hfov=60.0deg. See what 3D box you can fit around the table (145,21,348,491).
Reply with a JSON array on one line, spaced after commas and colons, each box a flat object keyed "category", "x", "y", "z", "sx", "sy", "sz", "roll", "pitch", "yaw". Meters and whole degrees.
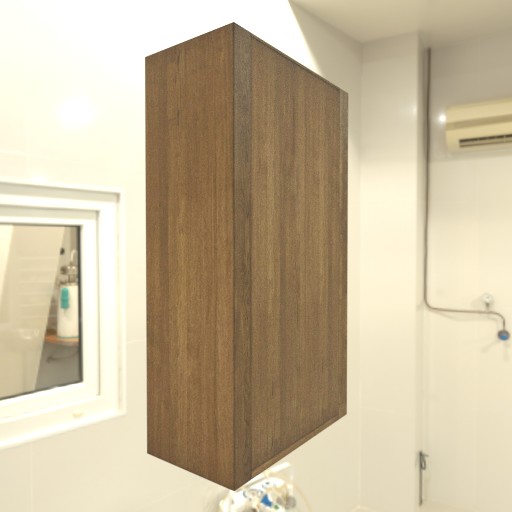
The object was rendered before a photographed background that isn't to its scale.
[{"category": "table", "x": 0.000, "y": 0.000, "z": 2.504, "sx": 0.600, "sy": 2.000, "sz": 1.100, "roll": 1, "pitch": 2, "yaw": 37}]
